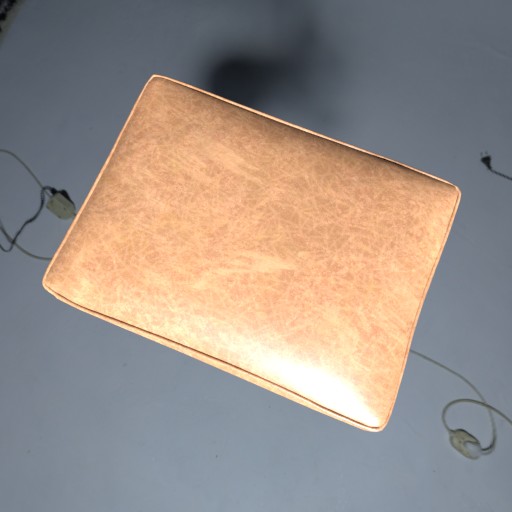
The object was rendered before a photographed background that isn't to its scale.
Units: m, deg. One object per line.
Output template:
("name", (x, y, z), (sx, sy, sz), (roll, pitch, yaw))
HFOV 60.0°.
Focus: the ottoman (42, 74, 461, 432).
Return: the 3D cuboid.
("ottoman", (0.000, 0.000, 1.098), (0.756, 0.468, 0.554), (22, 78, 5))
